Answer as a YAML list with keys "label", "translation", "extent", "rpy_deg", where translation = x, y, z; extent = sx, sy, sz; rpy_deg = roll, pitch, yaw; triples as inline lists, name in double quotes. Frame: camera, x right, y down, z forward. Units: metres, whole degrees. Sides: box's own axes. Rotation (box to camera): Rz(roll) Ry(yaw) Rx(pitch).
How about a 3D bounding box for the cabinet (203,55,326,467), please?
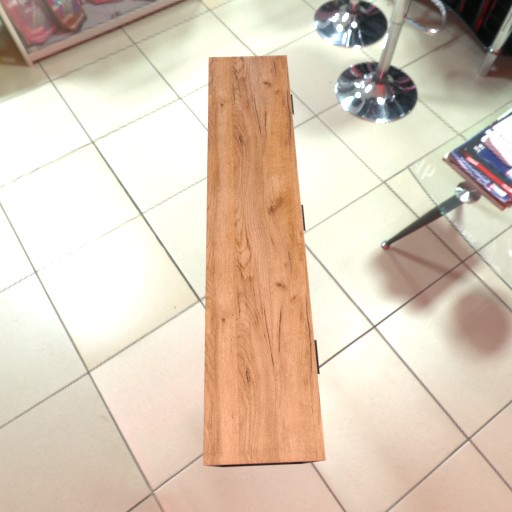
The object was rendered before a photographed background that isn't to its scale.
- label: "cabinet"
  translation: [0.000, 0.000, 2.113]
  extent: [0.395, 0.762, 1.800]
  rpy_deg: [-2, 64, -1]
